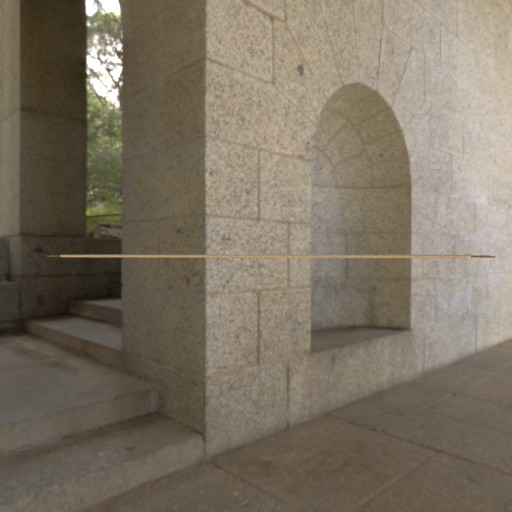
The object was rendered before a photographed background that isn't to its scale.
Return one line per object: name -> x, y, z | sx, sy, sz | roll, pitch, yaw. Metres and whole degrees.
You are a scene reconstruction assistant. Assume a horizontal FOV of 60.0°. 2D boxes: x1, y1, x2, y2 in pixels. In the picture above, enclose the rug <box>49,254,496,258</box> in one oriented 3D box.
rug -> 0.000, 0.000, 2.656 | 2.438, 0.021, 0.729 | 0, 0, 17
